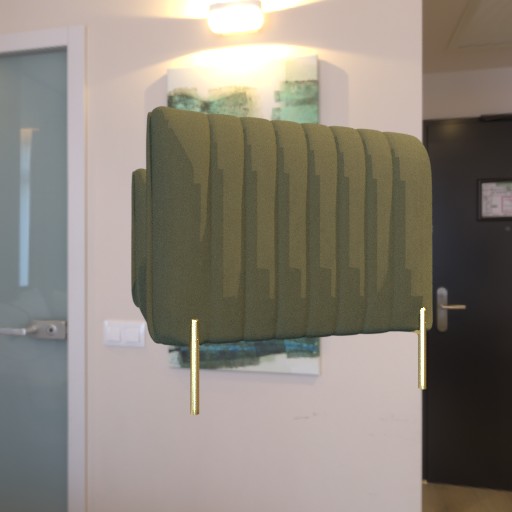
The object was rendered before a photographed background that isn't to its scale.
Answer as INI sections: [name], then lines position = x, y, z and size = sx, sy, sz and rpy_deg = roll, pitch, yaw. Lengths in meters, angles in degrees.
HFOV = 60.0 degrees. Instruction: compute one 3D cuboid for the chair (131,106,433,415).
[chair]
position = 0.000, 0.000, 1.684
size = 0.877, 0.794, 1.032
rpy_deg = 0, 0, -18
